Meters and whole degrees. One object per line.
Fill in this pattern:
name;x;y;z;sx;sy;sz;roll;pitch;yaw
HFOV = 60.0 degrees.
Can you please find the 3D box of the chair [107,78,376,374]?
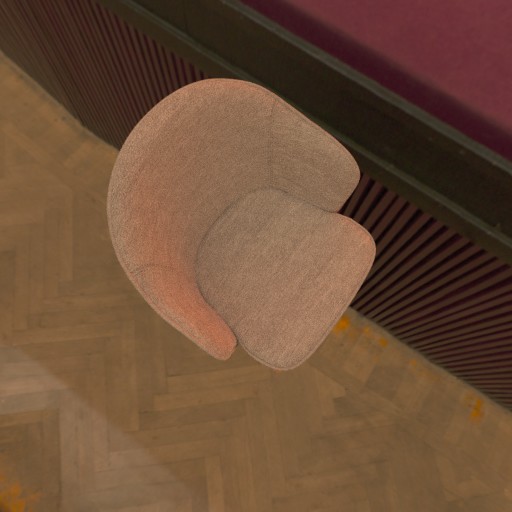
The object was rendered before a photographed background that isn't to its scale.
chair;0.000;0.000;1.164;0.530;0.800;0.540;36;77;10
